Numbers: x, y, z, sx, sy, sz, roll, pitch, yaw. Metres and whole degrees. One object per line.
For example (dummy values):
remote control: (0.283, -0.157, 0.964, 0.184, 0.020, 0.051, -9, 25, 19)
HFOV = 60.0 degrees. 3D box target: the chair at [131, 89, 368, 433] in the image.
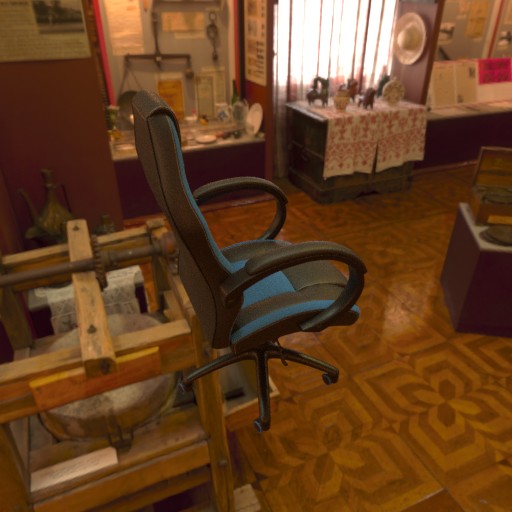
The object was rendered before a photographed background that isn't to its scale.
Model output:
chair: (0.000, 0.000, 1.643, 0.724, 1.187, 0.673, -11, 33, -19)
